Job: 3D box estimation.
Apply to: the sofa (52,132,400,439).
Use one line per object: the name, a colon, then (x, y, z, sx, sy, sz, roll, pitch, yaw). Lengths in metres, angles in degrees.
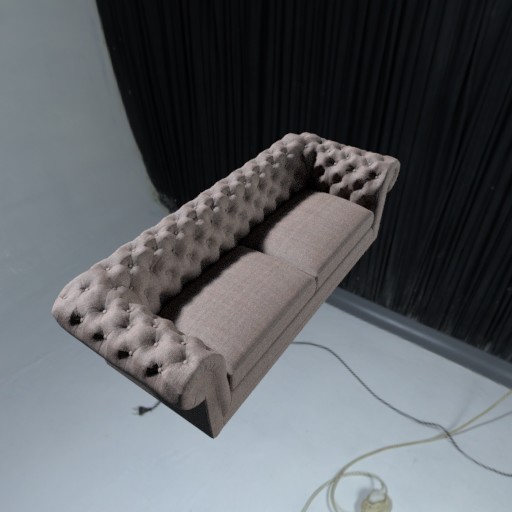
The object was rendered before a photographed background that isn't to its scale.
sofa: (0.000, 0.000, 2.892, 0.944, 0.787, 2.385, 24, 46, 26)
